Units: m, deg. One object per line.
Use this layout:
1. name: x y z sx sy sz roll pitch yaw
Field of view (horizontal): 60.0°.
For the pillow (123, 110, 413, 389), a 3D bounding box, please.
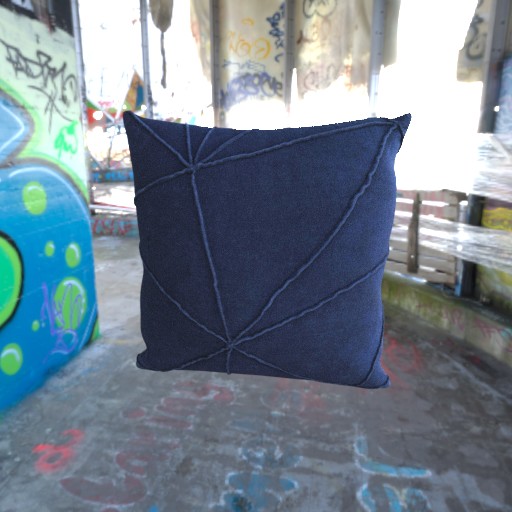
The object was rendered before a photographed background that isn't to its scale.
1. pillow: 0.000 0.000 0.697 0.439 0.440 0.183 3 15 10
